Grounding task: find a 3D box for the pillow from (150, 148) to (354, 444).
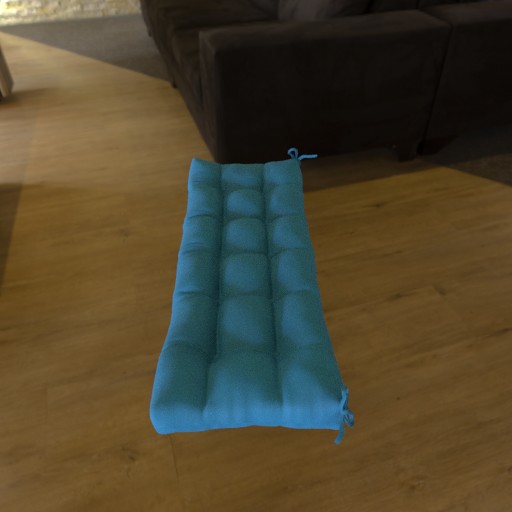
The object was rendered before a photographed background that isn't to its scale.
[{"bbox_3d":[0.000,0.000,1.394,0.511,0.174,1.194,-1,41,-1],"label":"pillow"}]
